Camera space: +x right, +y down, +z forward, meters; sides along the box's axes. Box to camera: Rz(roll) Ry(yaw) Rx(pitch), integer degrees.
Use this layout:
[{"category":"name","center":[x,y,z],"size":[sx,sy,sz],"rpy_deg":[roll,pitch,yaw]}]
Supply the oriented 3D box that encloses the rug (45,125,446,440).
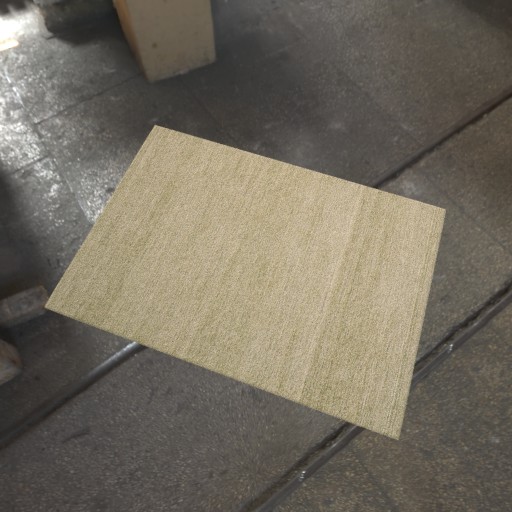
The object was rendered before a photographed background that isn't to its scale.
[{"category":"rug","center":[0.000,0.000,5.137],"size":[3.935,0.025,2.782],"rpy_deg":[18,65,9]}]
